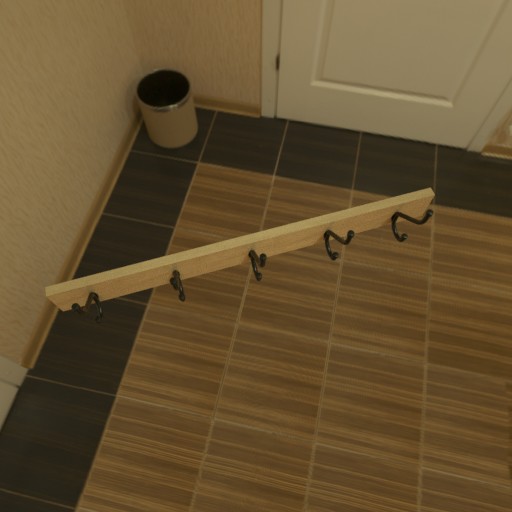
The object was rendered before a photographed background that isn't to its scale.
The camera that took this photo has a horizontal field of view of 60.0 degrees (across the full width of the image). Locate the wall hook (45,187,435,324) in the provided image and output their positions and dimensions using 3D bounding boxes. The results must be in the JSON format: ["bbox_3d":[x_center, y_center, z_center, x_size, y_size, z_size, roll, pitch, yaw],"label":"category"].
[{"bbox_3d":[0.000,0.000,0.619,0.571,0.117,0.071,-15,64,-7],"label":"wall hook"}]
